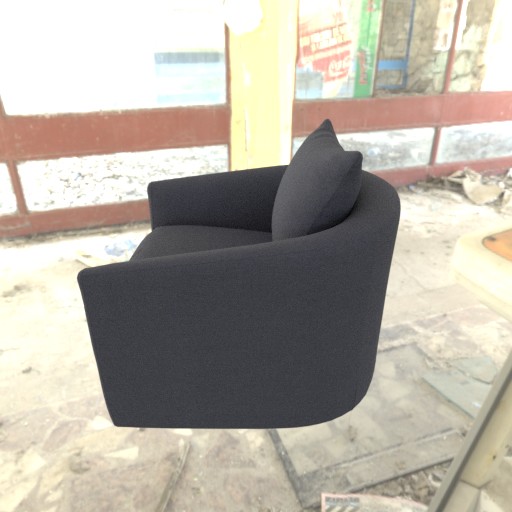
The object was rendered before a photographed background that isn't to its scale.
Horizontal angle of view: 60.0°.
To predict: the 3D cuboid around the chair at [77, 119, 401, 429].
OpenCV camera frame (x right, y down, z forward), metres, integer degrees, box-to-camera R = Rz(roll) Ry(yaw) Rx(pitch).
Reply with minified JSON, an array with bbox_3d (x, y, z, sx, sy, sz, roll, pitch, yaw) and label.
[{"bbox_3d":[0.000,0.000,1.548,0.910,0.848,0.845,0,26,1],"label":"chair"}]
